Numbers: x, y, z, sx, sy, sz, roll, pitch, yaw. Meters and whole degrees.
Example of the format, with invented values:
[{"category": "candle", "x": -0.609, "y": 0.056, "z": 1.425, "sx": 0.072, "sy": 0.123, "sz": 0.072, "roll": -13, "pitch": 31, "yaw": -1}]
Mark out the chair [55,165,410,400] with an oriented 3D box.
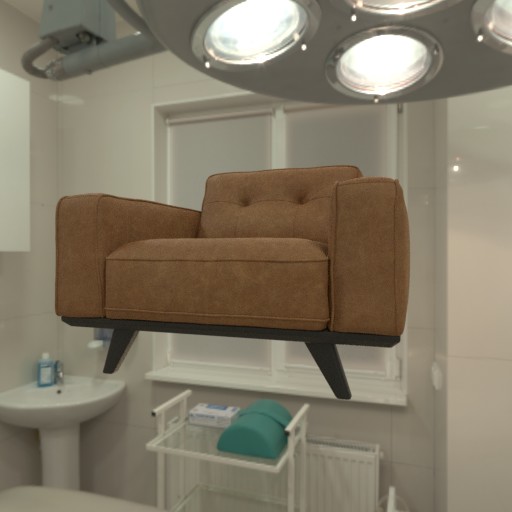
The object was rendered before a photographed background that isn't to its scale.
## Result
[{"category": "chair", "x": 0.000, "y": 0.000, "z": 1.705, "sx": 1.118, "sy": 0.782, "sz": 0.952, "roll": 0, "pitch": 0, "yaw": 19}]
